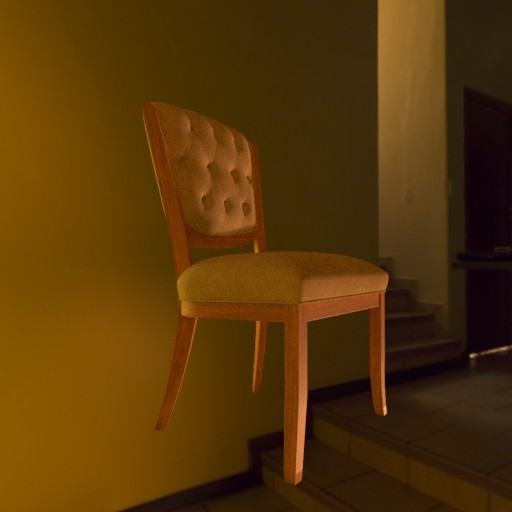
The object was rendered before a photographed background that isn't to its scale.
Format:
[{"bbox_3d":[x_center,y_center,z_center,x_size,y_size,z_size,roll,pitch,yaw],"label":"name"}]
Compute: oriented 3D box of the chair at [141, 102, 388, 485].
[{"bbox_3d":[0.000,0.000,1.243,0.584,0.905,0.513,-1,-1,36],"label":"chair"}]
